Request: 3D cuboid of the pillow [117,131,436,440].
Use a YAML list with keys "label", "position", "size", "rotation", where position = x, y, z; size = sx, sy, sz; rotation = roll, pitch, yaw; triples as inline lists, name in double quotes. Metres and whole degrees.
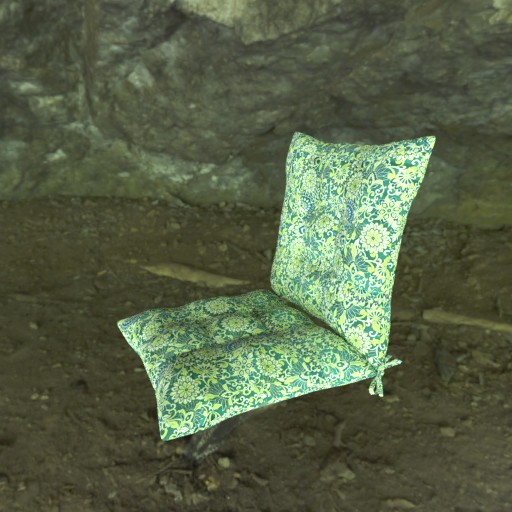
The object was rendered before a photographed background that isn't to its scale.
- label: "pillow"
  position: [0.000, 0.000, 1.011]
  size: [0.585, 0.536, 0.541]
  rotation: [-8, 19, -24]
